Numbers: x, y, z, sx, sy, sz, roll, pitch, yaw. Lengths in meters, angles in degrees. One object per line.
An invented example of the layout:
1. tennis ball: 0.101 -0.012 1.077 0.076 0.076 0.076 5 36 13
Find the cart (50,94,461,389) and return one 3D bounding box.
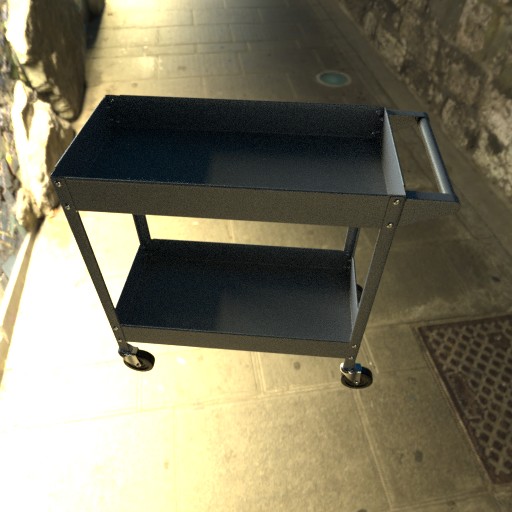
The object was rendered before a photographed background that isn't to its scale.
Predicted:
1. cart: 0.000 0.000 1.191 0.779 0.719 0.366 4 46 3
